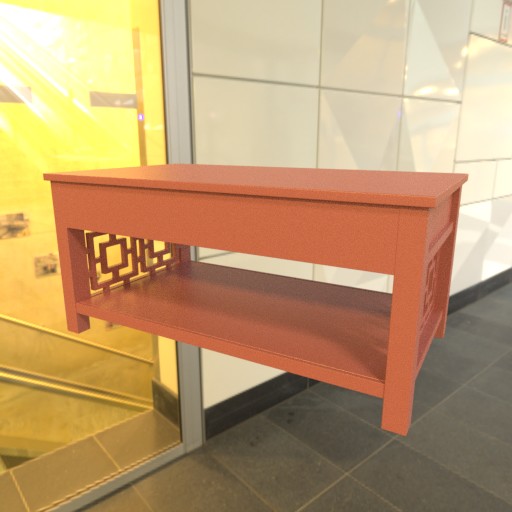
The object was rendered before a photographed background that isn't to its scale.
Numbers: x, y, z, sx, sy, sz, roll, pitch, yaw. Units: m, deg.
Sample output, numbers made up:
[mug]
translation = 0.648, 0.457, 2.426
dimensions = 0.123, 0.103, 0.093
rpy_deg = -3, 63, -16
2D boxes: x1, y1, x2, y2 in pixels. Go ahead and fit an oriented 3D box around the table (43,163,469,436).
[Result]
[table]
translation = 0.000, 0.000, 1.343
dimensions = 1.068, 0.493, 0.612
rpy_deg = 8, 17, 29
